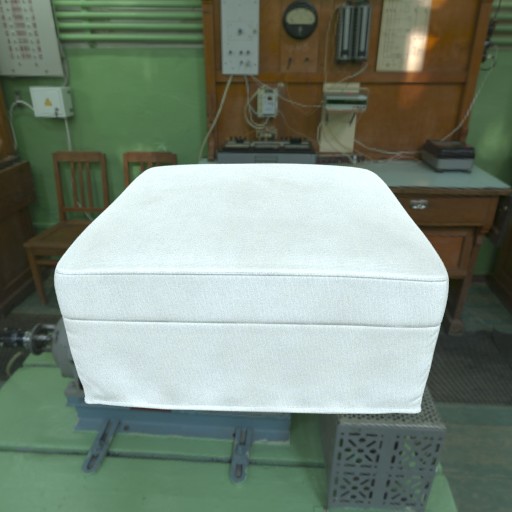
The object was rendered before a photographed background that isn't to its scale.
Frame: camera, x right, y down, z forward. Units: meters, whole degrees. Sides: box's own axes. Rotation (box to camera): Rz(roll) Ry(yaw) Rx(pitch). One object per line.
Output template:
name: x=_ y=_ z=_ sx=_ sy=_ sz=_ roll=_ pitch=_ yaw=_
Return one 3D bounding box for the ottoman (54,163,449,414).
ottoman: x=0.000 y=0.000 z=1.334 sx=0.843 sy=0.441 sz=0.842 roll=1 pitch=26 yaw=2
